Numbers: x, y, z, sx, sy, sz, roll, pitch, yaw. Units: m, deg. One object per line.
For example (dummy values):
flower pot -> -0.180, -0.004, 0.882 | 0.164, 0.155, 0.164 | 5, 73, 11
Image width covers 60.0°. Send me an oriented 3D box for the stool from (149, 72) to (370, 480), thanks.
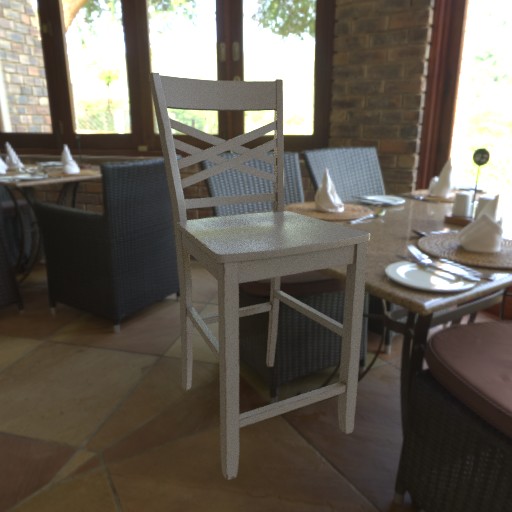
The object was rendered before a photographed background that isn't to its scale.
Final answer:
stool -> 0.000, 0.000, 1.370 | 0.462, 1.079, 0.539 | -8, 18, -26
